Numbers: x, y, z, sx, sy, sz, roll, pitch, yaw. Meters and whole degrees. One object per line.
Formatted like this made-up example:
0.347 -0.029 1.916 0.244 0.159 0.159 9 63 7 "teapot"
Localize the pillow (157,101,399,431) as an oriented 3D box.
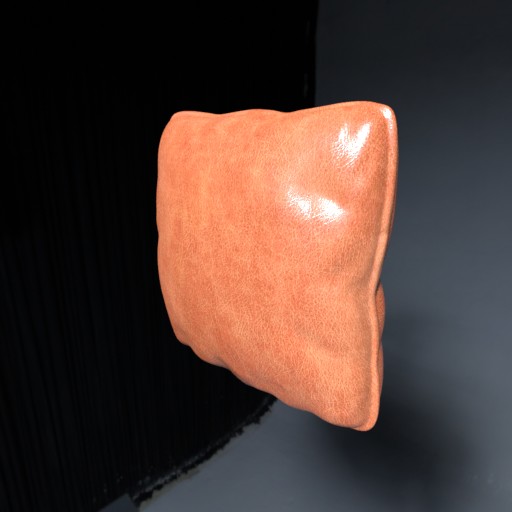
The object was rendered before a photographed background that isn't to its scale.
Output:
0.000 0.000 0.820 0.532 0.523 0.236 15 21 43 "pillow"
